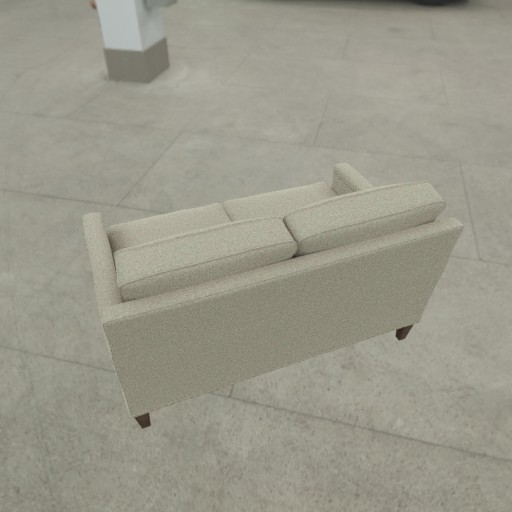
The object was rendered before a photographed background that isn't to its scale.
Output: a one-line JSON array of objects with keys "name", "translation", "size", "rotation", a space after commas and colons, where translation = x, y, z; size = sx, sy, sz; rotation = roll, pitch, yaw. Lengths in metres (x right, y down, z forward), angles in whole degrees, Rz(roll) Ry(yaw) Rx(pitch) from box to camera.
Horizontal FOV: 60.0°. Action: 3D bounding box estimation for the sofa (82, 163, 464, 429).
[{"name": "sofa", "translation": [0.000, 0.000, 2.273], "size": [1.597, 1.003, 1.084], "rotation": [-14, 42, -16]}]
